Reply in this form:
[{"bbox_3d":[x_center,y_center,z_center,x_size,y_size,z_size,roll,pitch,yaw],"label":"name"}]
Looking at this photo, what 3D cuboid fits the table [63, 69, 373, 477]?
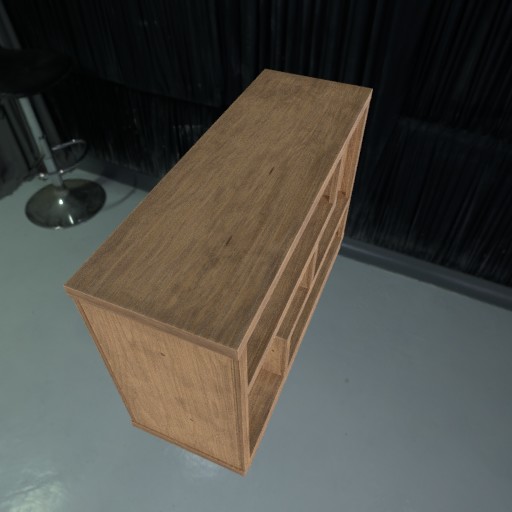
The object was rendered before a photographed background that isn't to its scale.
[{"bbox_3d":[0.000,0.000,1.536,0.410,0.771,1.151,17,49,15],"label":"table"}]
